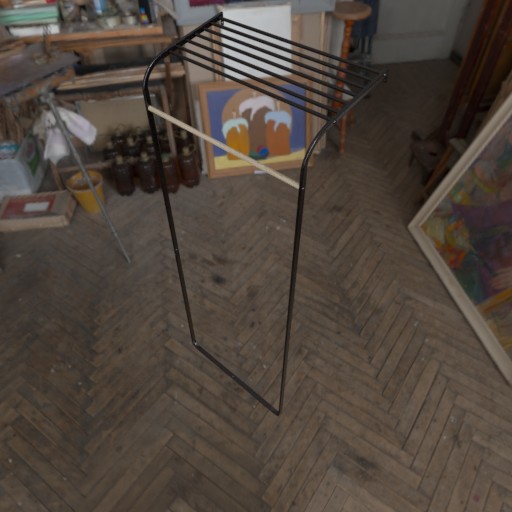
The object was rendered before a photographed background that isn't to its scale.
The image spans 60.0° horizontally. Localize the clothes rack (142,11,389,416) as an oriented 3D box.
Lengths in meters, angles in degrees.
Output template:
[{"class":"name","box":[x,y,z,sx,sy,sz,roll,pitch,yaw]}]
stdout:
[{"class":"clothes rack","box":[0.000,0.000,1.760,0.609,1.574,0.349,33,55,27]}]
